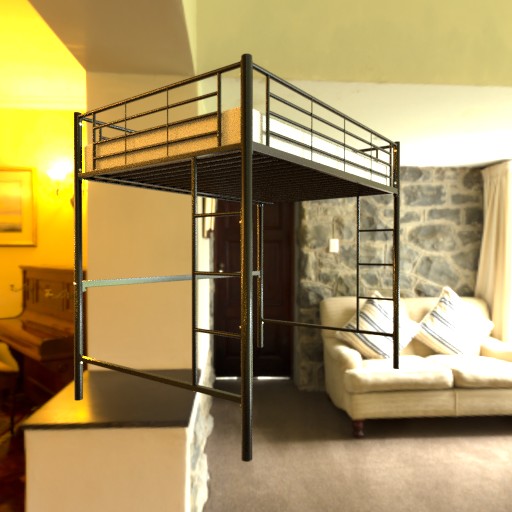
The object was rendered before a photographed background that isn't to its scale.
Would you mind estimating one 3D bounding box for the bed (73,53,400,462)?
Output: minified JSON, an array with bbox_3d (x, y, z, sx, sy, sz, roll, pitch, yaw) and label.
[{"bbox_3d":[0.000,0.000,3.159,1.397,1.803,1.994,0,1,37],"label":"bed"}]
